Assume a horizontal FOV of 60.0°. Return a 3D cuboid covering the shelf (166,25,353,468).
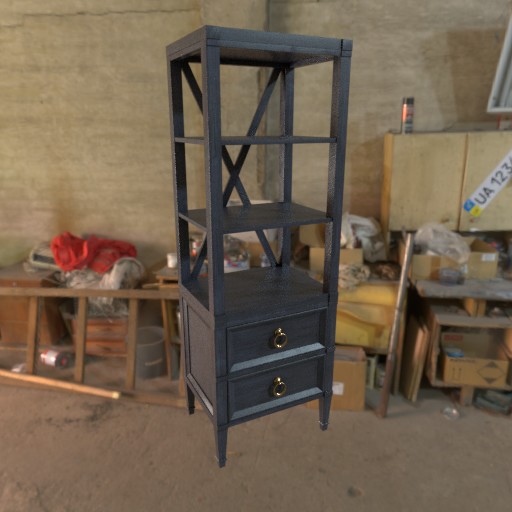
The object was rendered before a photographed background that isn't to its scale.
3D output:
[{"bbox_3d":[0.000,0.000,1.971,0.584,1.727,0.472,-8,19,-26],"label":"shelf"}]
